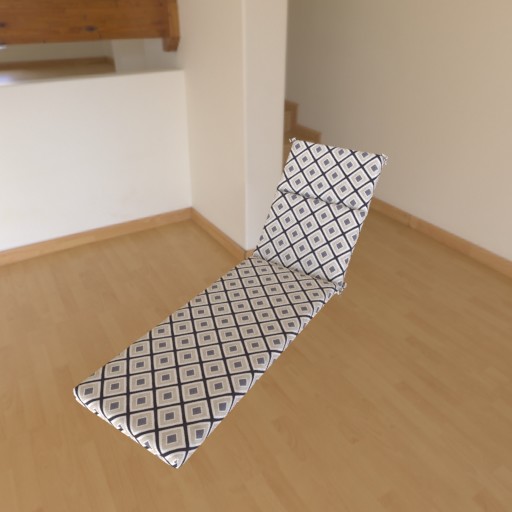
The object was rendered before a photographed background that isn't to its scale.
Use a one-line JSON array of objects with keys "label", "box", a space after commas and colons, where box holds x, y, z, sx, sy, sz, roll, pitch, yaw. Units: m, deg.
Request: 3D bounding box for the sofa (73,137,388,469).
[{"label": "sofa", "box": [0.000, 0.000, 1.960, 0.582, 0.622, 1.663, 19, 35, 29]}]
